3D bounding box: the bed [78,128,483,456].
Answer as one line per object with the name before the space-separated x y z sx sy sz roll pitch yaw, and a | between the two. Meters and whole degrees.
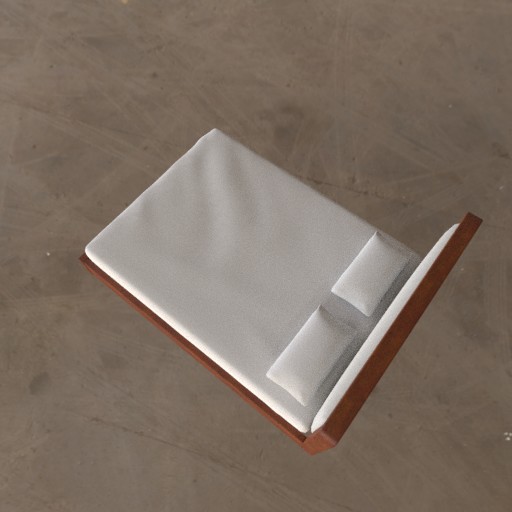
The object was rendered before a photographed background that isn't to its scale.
bed | 0.000 0.000 3.198 2.196 1.275 1.587 35 69 16
